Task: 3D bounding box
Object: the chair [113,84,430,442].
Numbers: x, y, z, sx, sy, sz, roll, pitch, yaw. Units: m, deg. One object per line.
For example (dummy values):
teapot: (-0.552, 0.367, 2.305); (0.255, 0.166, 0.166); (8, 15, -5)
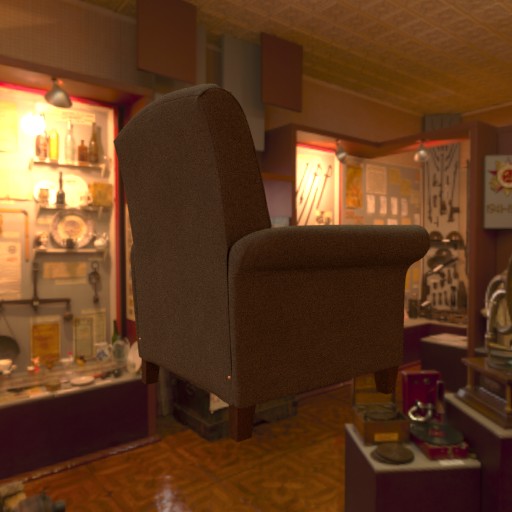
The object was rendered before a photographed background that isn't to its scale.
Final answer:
chair: (0.000, 0.000, 1.757); (0.905, 1.061, 0.978); (-1, 2, -37)
